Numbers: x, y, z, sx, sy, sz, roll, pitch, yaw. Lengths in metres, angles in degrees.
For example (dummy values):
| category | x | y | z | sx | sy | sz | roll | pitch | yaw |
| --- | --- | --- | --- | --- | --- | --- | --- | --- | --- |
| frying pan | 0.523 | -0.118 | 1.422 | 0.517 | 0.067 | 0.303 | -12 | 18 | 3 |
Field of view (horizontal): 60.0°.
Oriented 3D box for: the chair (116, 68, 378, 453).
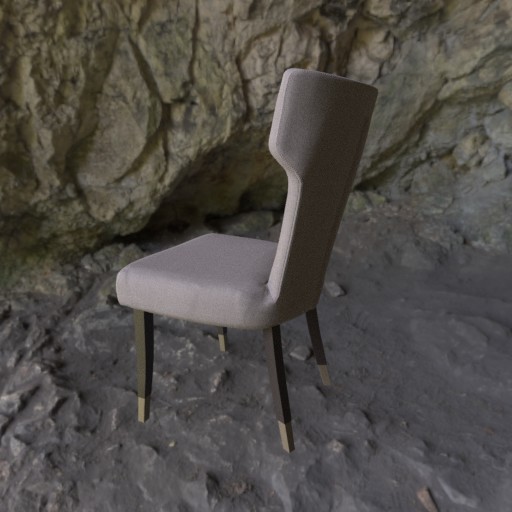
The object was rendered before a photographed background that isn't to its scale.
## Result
| category | x | y | z | sx | sy | sz | roll | pitch | yaw |
| --- | --- | --- | --- | --- | --- | --- | --- | --- | --- |
| chair | 0.000 | 0.000 | 1.305 | 0.630 | 0.955 | 0.526 | 7 | 17 | 24 |
